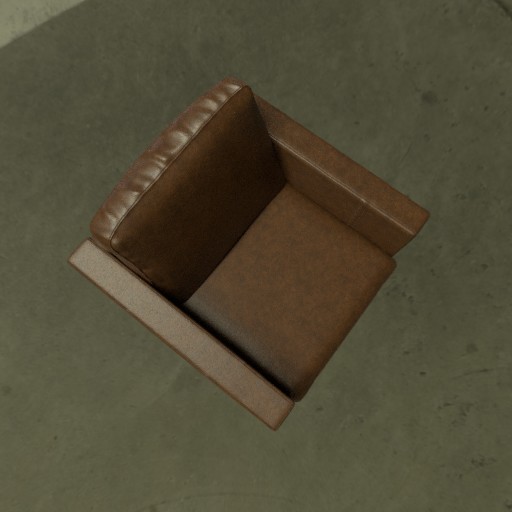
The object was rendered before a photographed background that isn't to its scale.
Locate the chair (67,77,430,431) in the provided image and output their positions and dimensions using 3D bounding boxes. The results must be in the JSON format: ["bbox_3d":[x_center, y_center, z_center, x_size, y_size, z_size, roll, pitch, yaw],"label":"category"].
[{"bbox_3d":[0.000,0.000,1.682,0.909,0.956,0.890,37,78,9],"label":"chair"}]
